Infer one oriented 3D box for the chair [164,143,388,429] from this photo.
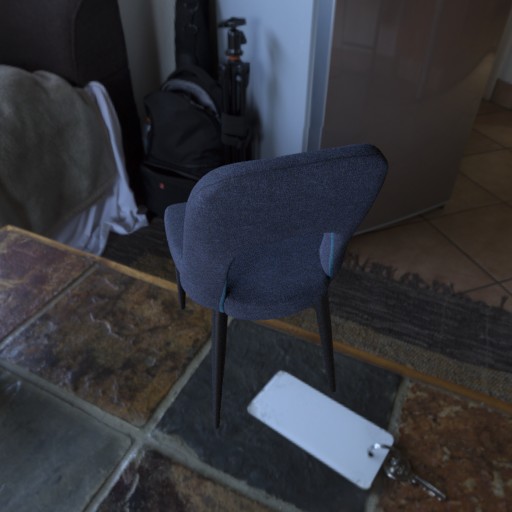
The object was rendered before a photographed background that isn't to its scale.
[{"bbox_3d":[0.000,0.000,1.295,0.470,0.931,0.612,-12,42,-14],"label":"chair"}]
